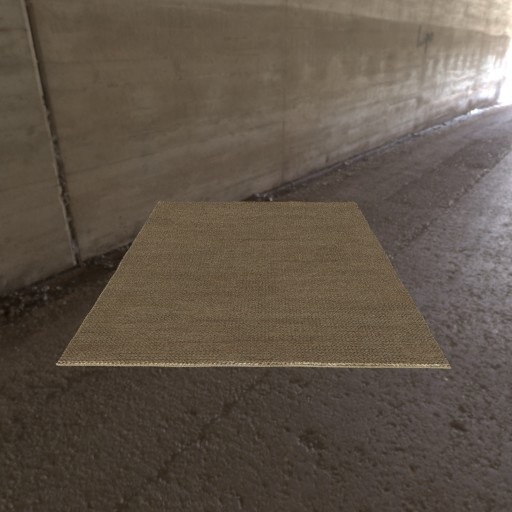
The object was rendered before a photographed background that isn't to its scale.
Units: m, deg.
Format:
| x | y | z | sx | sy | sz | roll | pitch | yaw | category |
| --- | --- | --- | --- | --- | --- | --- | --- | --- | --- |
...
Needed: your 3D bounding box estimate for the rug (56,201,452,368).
| x | y | z | sx | sy | sz | roll | pitch | yaw | category |
| --- | --- | --- | --- | --- | --- | --- | --- | --- | --- |
| 0.000 | 0.000 | 4.069 | 2.429 | 0.030 | 3.052 | 0 | 26 | 1 | rug |
